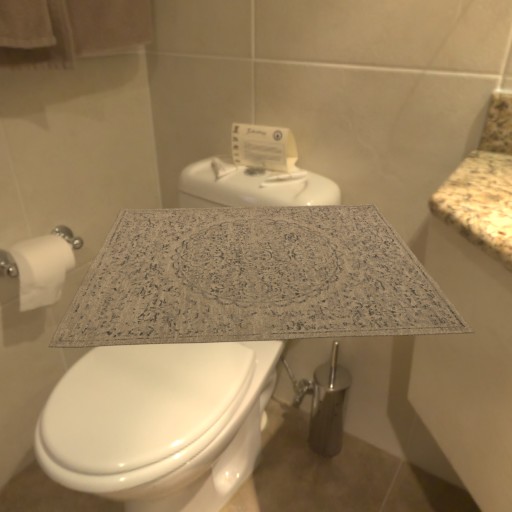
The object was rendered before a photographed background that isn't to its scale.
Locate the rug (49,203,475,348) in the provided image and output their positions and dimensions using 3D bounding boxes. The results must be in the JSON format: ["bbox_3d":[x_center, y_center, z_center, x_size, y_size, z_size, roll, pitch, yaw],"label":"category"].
[{"bbox_3d":[0.000,0.000,4.033,2.925,0.026,2.343,-2,29,-3],"label":"rug"}]
